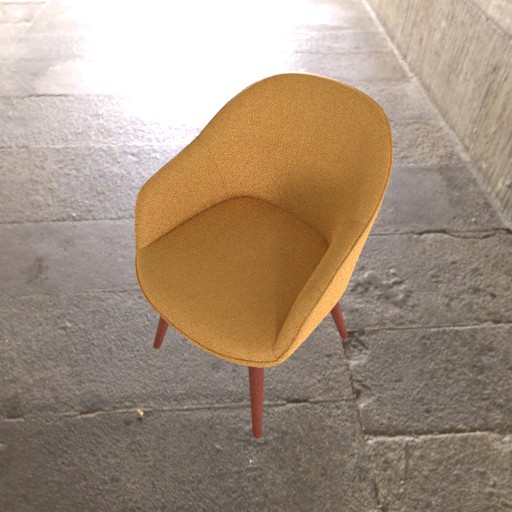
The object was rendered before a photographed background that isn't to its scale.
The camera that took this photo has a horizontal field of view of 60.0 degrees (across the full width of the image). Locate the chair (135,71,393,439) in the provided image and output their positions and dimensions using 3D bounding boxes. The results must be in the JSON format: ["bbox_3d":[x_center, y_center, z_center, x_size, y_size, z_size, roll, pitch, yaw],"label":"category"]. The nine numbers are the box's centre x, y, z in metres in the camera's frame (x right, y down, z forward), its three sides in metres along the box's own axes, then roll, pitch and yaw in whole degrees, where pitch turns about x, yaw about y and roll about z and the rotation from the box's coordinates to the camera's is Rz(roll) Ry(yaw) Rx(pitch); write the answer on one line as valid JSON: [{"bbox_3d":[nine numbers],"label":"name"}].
[{"bbox_3d":[0.000,0.000,1.270,0.596,0.823,0.635,33,55,27],"label":"chair"}]
